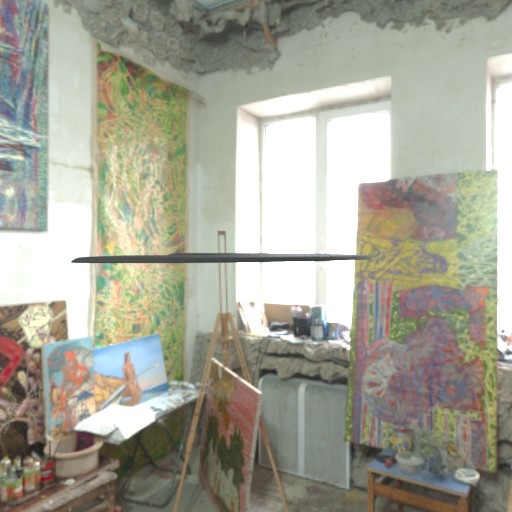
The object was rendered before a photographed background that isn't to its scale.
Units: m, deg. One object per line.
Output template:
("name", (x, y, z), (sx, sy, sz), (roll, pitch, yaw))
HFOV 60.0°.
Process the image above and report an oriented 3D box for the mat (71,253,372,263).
("mat", (0.000, 0.000, 1.844), (0.917, 0.016, 1.525), (0, 1, 1))
